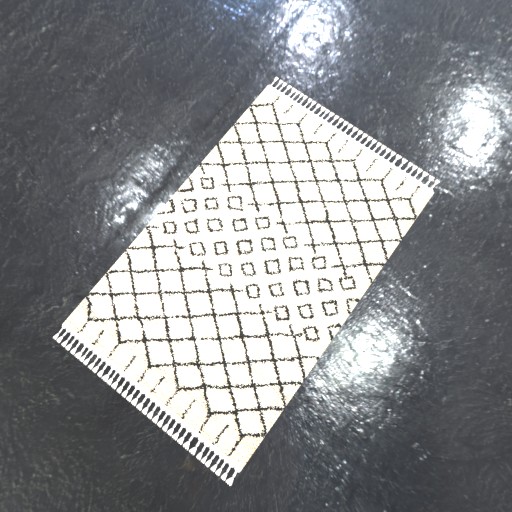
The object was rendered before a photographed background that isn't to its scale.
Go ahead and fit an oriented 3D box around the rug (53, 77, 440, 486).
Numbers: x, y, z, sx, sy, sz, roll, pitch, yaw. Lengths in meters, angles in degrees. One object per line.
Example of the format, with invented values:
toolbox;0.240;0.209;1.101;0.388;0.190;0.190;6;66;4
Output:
rug;0.000;0.000;2.458;1.196;0.008;2.006;36;78;9
